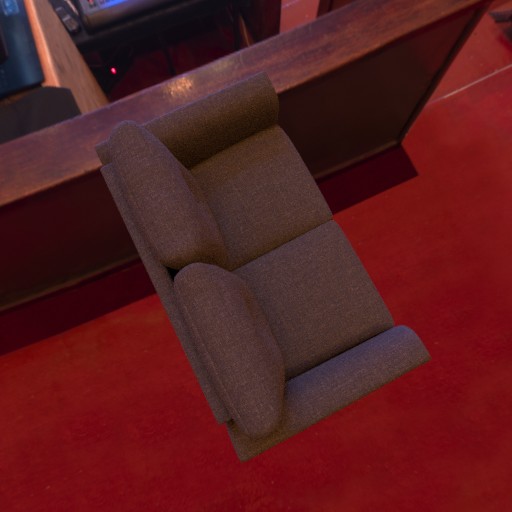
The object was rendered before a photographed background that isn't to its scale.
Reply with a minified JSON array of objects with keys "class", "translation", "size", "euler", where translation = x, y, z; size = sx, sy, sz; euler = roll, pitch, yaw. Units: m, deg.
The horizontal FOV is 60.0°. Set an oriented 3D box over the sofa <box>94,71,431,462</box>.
[{"class":"sofa","translation":[0.000,0.000,1.982],"size":[0.851,0.885,1.423],"euler":[-26,79,-6]}]
